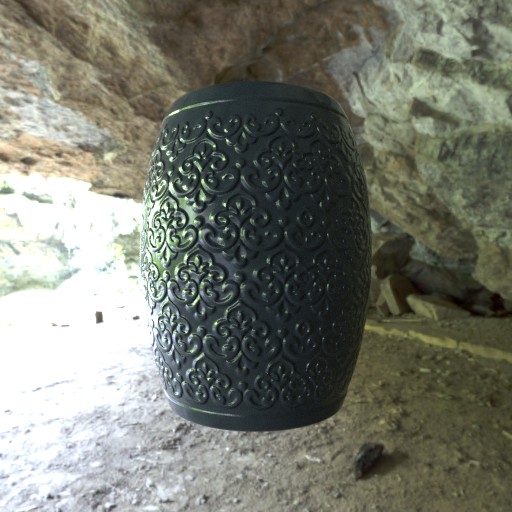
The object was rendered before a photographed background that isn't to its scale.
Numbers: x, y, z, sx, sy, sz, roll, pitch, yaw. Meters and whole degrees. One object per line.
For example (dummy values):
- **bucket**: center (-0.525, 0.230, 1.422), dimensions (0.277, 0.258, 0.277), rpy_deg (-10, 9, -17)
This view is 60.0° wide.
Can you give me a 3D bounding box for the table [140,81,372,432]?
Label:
- **table**: center (0.000, 0.000, 0.610), dimensions (0.309, 0.397, 0.309), rpy_deg (0, 0, 0)
